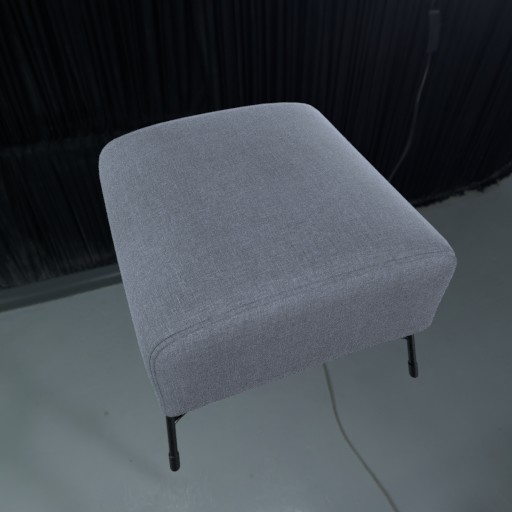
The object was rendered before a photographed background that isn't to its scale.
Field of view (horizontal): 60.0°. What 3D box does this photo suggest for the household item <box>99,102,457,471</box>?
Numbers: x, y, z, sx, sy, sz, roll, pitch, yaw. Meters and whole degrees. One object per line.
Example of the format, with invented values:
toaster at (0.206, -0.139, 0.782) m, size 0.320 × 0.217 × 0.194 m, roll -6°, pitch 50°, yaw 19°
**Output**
household item at (0.000, 0.000, 0.884) m, size 0.530 × 0.410 × 0.530 m, roll -16°, pitch 48°, yaw -15°
